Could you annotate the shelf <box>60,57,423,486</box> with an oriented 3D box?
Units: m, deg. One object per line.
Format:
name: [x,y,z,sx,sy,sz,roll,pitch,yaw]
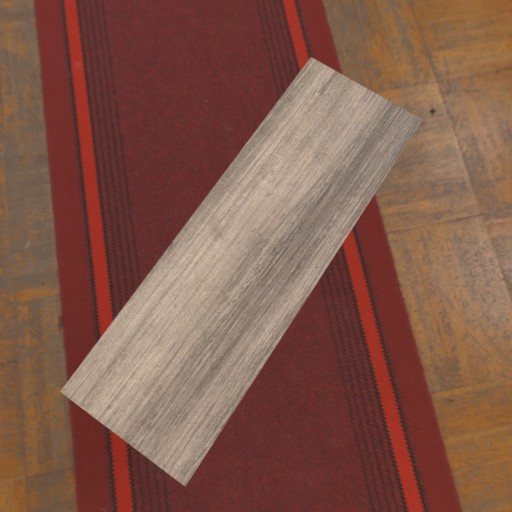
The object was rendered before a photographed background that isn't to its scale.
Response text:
shelf: [0.000,0.000,0.682,0.200,0.125,0.610,33,78,8]
